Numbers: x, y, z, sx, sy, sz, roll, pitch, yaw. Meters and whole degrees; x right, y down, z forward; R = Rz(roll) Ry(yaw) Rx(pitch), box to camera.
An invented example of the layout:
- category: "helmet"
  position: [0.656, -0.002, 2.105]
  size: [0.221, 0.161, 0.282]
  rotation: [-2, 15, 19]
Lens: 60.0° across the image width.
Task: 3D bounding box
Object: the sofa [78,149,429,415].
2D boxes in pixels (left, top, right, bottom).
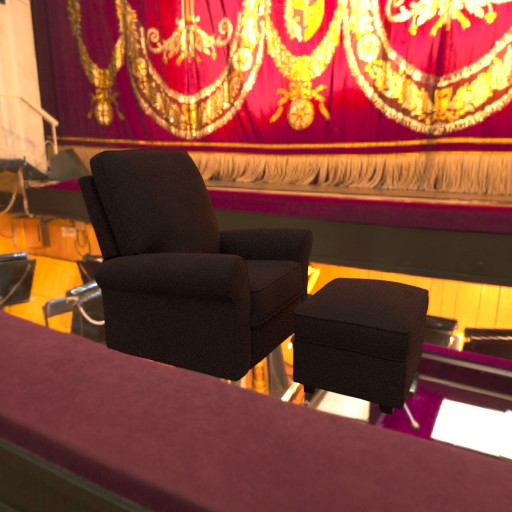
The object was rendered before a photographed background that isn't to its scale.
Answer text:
- category: "sofa"
  position: [0.000, 0.000, 2.037]
  size: [1.478, 0.959, 0.880]
  rotation: [7, 15, 27]
